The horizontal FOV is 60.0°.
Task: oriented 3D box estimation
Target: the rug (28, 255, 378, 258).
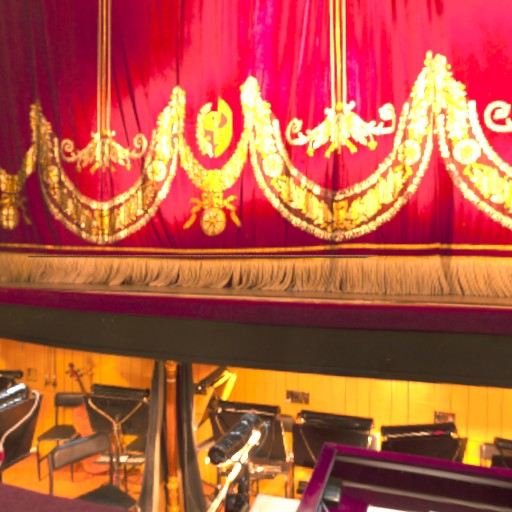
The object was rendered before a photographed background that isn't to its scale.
[{"bbox_3d":[0.000,0.000,2.312,1.202,0.006,1.813,0,0,17],"label":"rug"}]
